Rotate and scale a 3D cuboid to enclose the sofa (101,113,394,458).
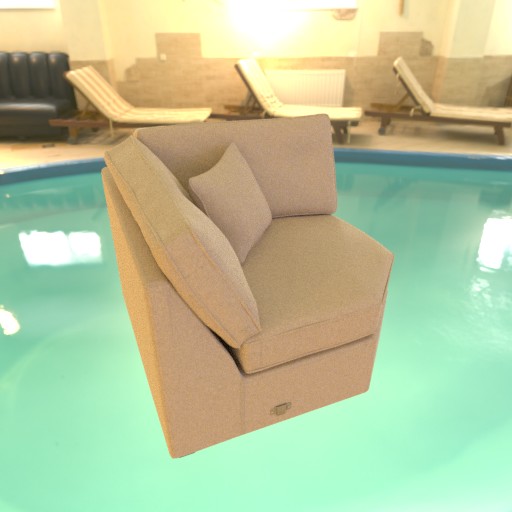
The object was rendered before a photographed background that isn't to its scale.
[{"bbox_3d":[0.000,0.000,1.821,1.042,0.937,1.050,-11,32,-19],"label":"sofa"}]
